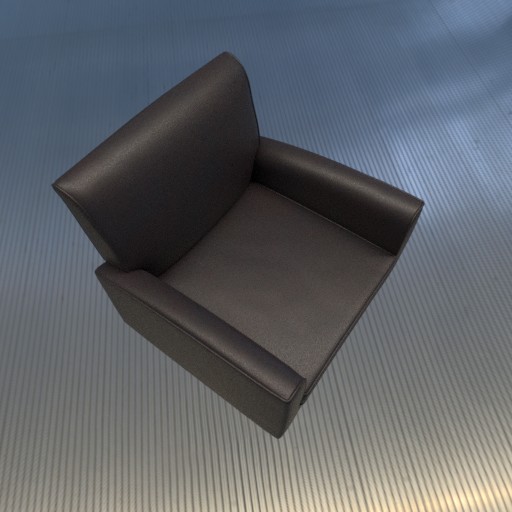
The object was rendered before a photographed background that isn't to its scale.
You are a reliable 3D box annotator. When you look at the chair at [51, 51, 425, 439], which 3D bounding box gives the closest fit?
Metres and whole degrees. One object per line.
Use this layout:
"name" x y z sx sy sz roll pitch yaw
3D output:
"chair" 0.000 0.000 1.561 0.819 0.916 0.820 32 63 19
